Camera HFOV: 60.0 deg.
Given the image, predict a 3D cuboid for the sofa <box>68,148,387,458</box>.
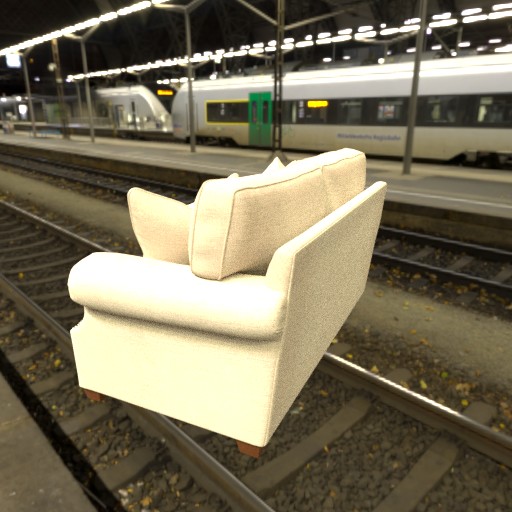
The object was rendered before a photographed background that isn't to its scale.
[{"bbox_3d":[0.000,0.000,2.203,0.966,0.966,1.701,8,20,24],"label":"sofa"}]
